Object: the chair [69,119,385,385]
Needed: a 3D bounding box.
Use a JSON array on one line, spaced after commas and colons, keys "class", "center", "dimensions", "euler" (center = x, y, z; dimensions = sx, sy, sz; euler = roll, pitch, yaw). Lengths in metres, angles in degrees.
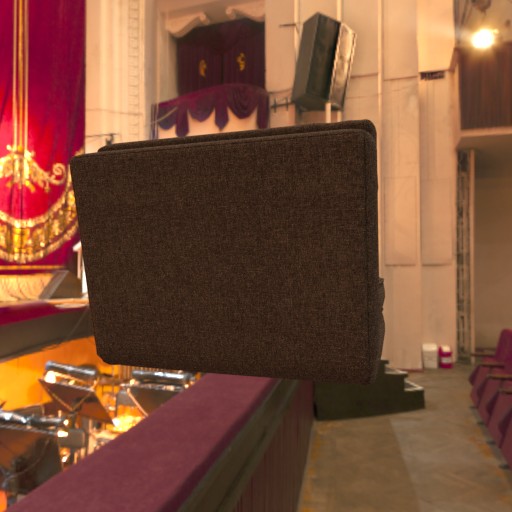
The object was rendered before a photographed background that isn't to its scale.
[{"class": "chair", "center": [0.000, 0.000, 1.343], "dimensions": [0.740, 0.615, 0.800], "euler": [0, -1, 18]}]
